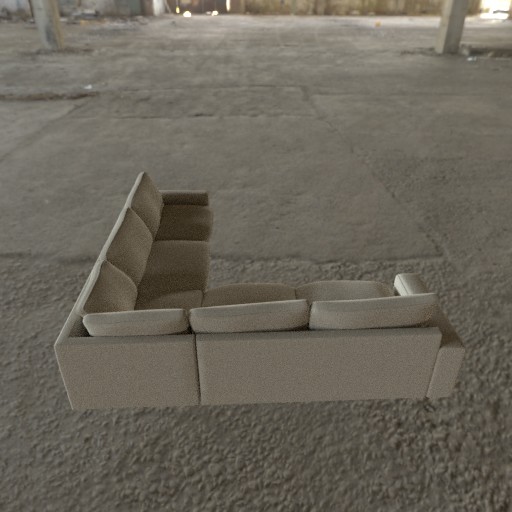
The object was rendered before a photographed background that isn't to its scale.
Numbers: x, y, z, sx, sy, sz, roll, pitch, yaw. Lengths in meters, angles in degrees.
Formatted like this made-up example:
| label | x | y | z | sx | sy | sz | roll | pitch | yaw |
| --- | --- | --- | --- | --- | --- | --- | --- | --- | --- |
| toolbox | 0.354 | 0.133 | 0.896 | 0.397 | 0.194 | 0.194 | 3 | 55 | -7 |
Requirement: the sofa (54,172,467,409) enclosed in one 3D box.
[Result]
| label | x | y | z | sx | sy | sz | roll | pitch | yaw |
| --- | --- | --- | --- | --- | --- | --- | --- | --- | --- |
| sofa | 0.000 | 0.000 | 4.719 | 3.066 | 0.918 | 3.206 | -1 | 31 | -2 |
